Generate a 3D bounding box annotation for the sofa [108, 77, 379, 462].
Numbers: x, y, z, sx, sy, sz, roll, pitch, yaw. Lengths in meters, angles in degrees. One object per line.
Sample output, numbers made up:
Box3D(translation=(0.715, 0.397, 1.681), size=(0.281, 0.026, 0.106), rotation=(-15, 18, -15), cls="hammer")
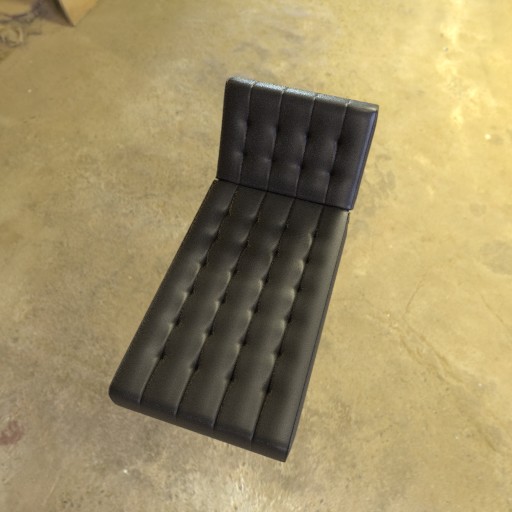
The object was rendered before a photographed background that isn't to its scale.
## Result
Box3D(translation=(0.000, 0.000, 2.051), size=(0.760, 0.820, 1.560), rotation=(15, 57, 10), cls="sofa")
